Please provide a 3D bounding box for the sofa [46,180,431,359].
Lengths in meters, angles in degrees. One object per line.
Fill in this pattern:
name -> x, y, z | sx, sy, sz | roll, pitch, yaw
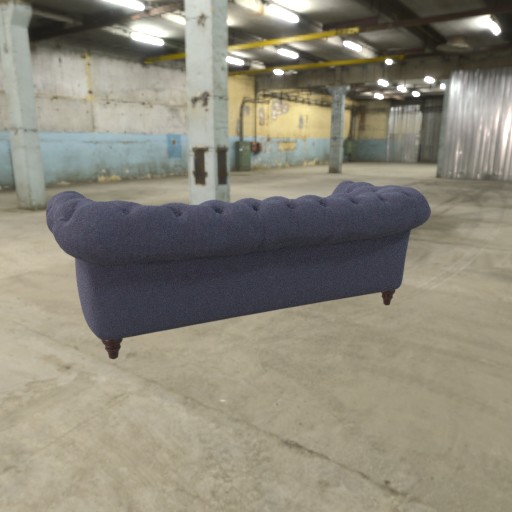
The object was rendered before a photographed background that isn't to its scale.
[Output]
sofa -> 0.000, 0.000, 2.792 | 2.335, 0.836, 1.046 | -7, 15, -26
